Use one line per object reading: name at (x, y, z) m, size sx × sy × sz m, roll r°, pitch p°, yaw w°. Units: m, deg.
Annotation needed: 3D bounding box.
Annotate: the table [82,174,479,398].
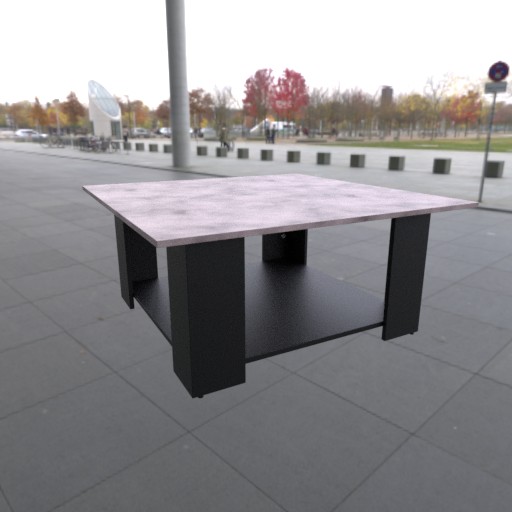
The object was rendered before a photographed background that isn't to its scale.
table at (0.000, 0.000, 1.073) m, size 0.670 × 0.305 × 0.670 m, roll -9°, pitch 18°, yaw -27°
